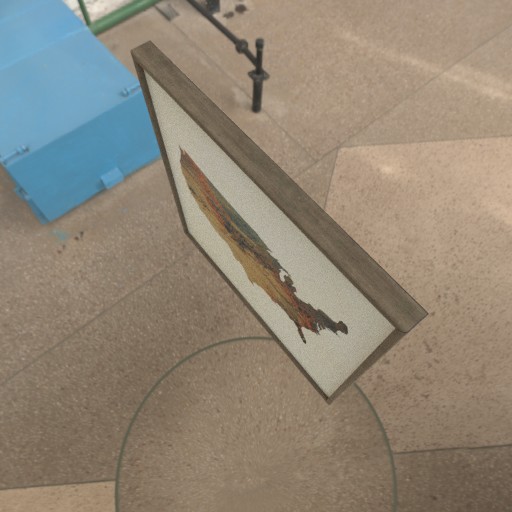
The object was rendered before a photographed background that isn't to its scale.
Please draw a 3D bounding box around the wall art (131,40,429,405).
[{"bbox_3d":[0.000,0.000,1.105,0.050,0.751,0.749,-36,69,-16],"label":"wall art"}]
